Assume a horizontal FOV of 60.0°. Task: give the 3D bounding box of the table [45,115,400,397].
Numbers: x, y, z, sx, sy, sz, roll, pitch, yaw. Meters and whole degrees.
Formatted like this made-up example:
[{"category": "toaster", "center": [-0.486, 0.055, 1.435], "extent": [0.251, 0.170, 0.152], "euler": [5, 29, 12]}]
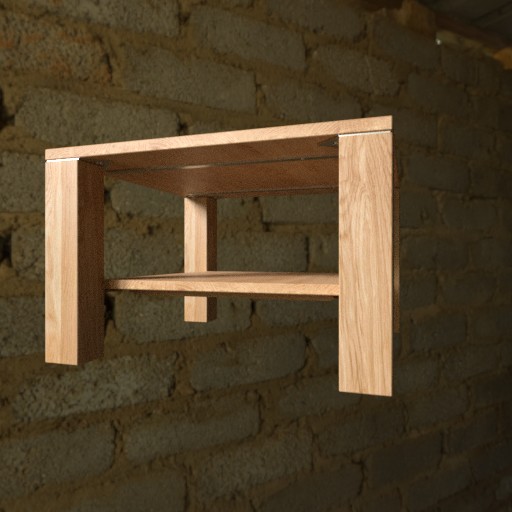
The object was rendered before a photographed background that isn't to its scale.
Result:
[{"category": "table", "center": [0.000, 0.000, 1.150], "extent": [0.700, 0.450, 0.700], "euler": [0, 0, 19]}]
